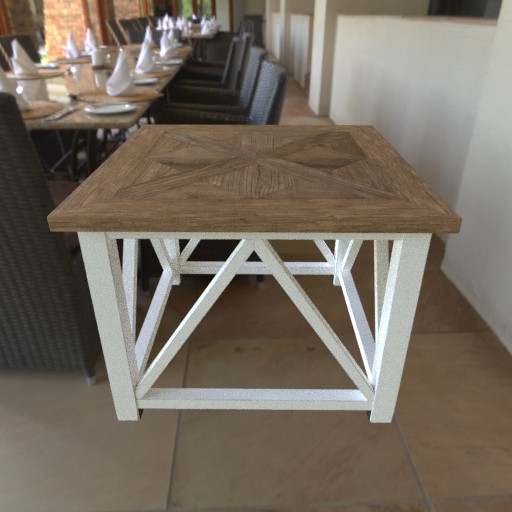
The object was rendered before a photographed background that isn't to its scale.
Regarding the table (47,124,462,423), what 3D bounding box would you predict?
[{"bbox_3d":[0.000,0.000,1.180,0.700,0.532,0.700,0,29,1],"label":"table"}]
